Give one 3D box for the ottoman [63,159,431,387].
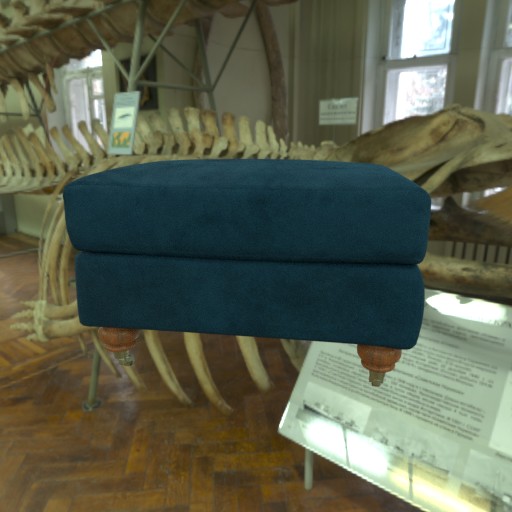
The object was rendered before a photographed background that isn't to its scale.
[{"bbox_3d":[0.000,0.000,1.183,0.773,0.503,0.572,2,15,9],"label":"ottoman"}]
